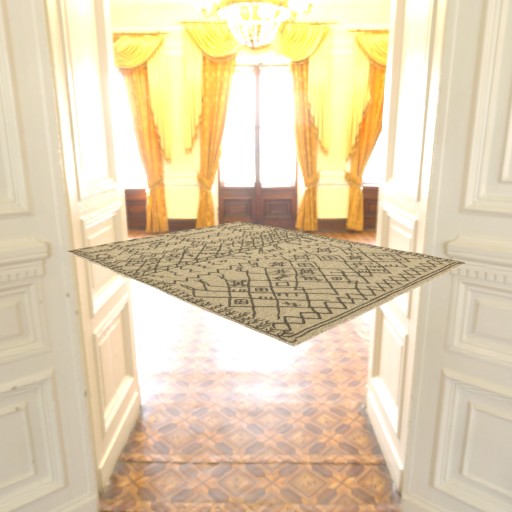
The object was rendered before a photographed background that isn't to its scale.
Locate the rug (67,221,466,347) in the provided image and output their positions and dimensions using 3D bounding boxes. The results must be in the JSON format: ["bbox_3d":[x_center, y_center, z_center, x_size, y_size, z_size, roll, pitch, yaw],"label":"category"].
[{"bbox_3d":[0.000,0.000,3.434,1.964,0.025,2.455,-14,20,-43],"label":"rug"}]
